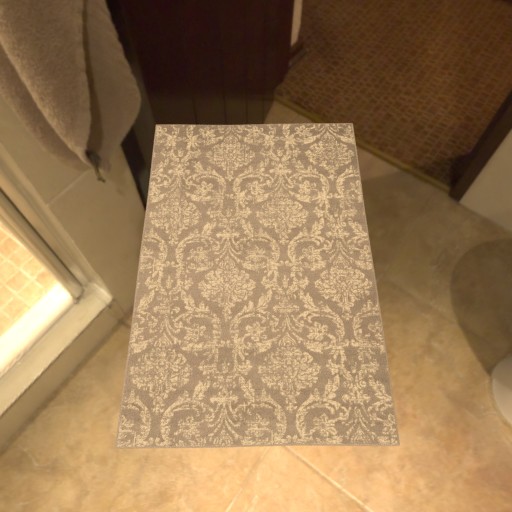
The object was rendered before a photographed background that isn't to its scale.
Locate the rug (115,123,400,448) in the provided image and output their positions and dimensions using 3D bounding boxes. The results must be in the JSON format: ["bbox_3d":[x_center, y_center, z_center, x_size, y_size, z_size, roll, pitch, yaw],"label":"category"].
[{"bbox_3d":[0.000,0.000,3.457,1.819,0.018,2.746,0,62,0],"label":"rug"}]
